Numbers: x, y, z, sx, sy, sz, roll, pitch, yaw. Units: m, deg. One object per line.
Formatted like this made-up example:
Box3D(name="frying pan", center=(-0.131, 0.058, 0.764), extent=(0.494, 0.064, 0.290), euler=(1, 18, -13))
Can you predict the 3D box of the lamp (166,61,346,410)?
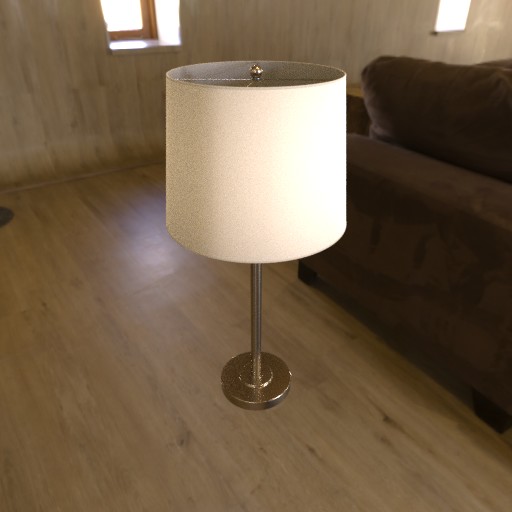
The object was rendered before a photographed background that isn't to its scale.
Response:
Box3D(name="lamp", center=(0.000, 0.000, 0.873), extent=(0.333, 0.696, 0.333), euler=(0, 30, 0))
